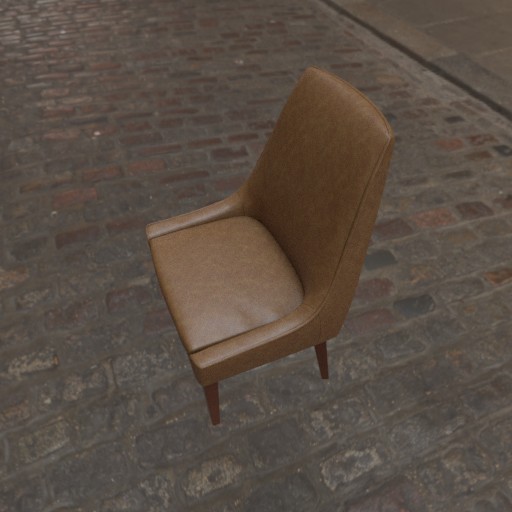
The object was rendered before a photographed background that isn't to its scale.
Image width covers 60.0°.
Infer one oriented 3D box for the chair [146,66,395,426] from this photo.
[{"bbox_3d":[0.000,0.000,1.238,0.544,0.861,0.529,-17,49,-15],"label":"chair"}]
